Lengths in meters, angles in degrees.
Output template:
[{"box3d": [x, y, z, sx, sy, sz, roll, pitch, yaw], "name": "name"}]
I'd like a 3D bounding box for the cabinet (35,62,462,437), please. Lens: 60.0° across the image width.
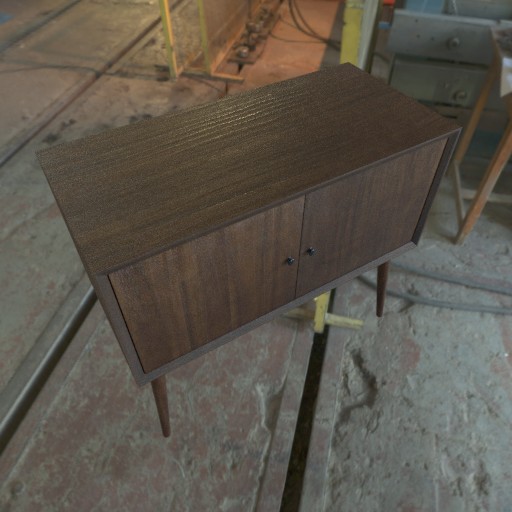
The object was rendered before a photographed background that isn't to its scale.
[{"box3d": [0.000, 0.000, 1.087, 0.743, 0.654, 0.354, -24, 51, -21], "name": "cabinet"}]
